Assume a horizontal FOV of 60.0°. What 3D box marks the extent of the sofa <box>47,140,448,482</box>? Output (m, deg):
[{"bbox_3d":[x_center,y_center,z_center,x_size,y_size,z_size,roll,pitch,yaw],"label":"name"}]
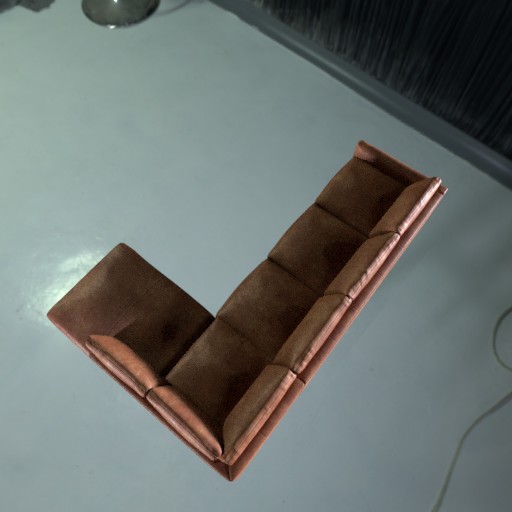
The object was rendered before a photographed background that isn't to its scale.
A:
[{"bbox_3d":[0.000,0.000,3.812,1.938,0.877,2.984,36,69,16],"label":"sofa"}]
